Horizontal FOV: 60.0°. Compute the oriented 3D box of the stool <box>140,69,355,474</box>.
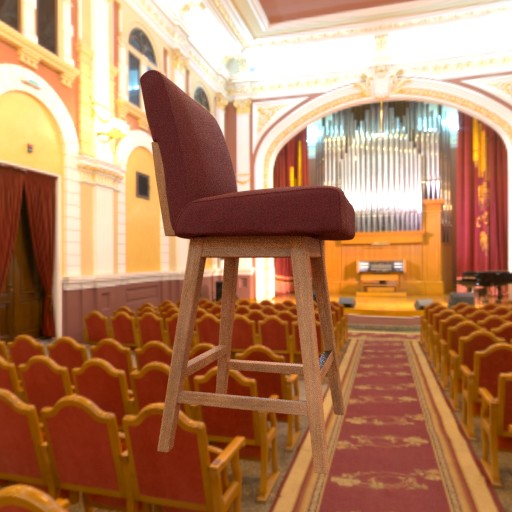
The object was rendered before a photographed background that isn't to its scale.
[{"bbox_3d":[0.000,0.000,1.331,0.562,1.038,0.468,0,0,16],"label":"stool"}]
